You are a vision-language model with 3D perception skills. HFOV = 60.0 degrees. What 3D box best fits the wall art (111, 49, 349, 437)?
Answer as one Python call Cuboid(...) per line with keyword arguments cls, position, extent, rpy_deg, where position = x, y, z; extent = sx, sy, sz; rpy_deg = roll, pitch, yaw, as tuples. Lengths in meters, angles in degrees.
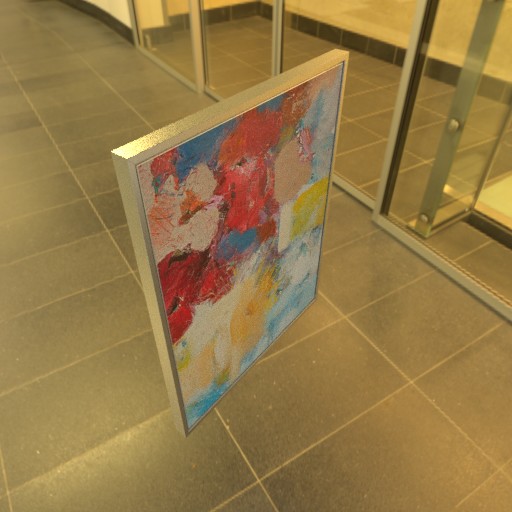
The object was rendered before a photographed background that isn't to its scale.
Cuboid(cls="wall art", position=(0.000, 0.000, 0.764), extent=(0.025, 0.569, 0.444), rpy_deg=(28, 48, 28))
